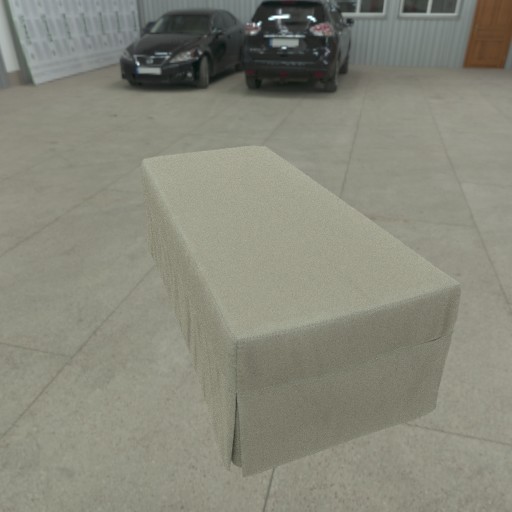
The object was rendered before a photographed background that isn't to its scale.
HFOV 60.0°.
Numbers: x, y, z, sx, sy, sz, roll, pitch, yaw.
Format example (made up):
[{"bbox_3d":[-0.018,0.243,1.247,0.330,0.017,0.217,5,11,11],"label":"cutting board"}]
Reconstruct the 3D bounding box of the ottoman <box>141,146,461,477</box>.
[{"bbox_3d":[0.000,0.000,1.660,0.665,0.457,1.388,-11,32,-18],"label":"ottoman"}]
